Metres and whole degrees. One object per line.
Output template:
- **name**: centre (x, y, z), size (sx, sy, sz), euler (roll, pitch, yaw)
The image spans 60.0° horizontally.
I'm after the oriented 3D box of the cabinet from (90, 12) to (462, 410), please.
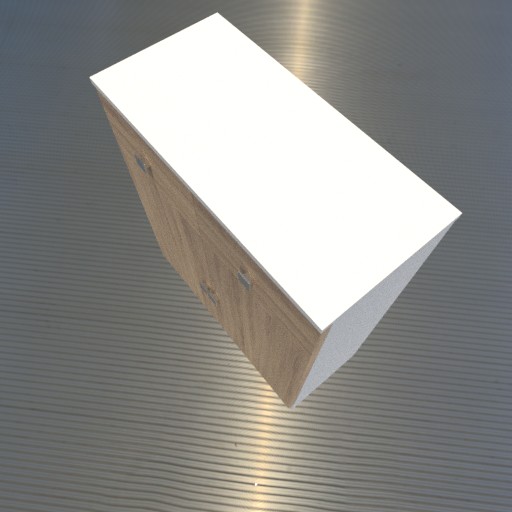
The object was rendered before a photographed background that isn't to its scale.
- **cabinet**: centre (0.000, 0.000, 1.080), size (0.296, 0.815, 0.600), euler (-36, 68, -17)
